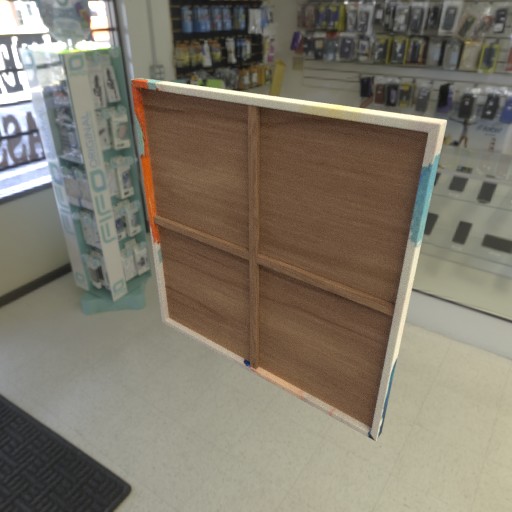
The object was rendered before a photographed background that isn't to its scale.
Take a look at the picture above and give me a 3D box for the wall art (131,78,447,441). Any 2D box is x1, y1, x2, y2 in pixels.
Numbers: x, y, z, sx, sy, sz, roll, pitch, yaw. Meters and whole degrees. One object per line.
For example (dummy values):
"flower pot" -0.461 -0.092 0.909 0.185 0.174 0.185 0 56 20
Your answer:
"wall art" 0.000 0.000 1.177 0.814 0.814 0.037 21 36 32
